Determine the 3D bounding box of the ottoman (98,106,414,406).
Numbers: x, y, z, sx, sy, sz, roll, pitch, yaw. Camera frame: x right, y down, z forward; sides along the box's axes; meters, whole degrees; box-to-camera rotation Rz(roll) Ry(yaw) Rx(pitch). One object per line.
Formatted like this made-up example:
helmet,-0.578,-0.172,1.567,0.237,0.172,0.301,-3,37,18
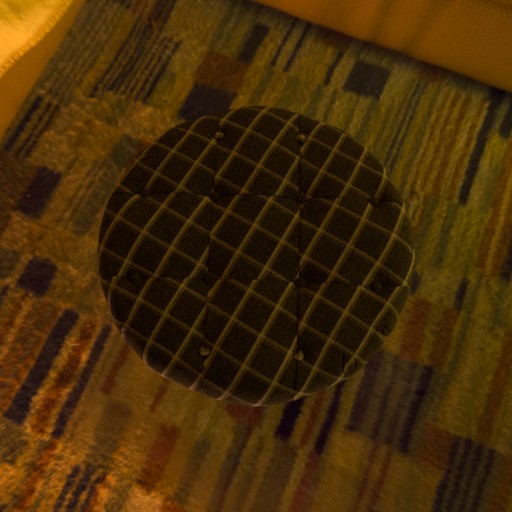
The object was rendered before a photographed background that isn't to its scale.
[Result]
ottoman,0.000,0.000,1.410,0.901,0.439,0.901,0,75,0
